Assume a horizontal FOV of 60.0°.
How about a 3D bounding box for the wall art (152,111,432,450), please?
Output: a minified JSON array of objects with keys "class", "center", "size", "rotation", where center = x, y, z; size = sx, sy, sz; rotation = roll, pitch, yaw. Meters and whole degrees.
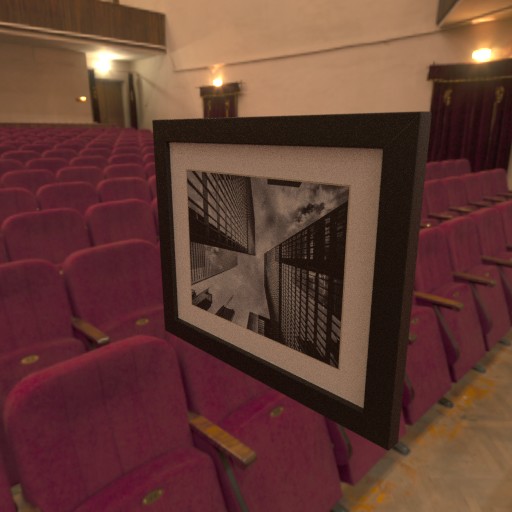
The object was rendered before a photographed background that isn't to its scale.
[{"class":"wall art","center":[0.000,0.000,0.761],"size":[0.031,0.457,0.558],"rotation":[-15,22,-43]}]
